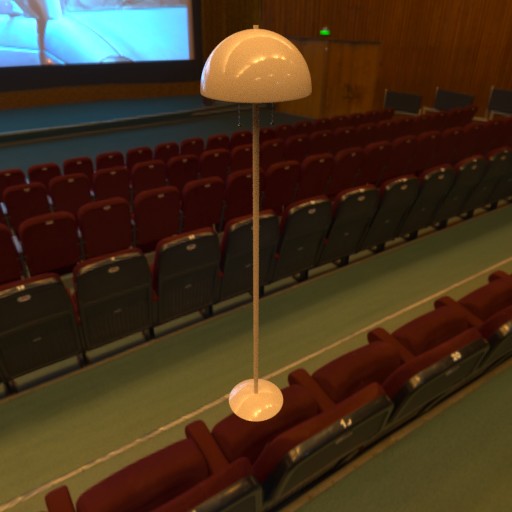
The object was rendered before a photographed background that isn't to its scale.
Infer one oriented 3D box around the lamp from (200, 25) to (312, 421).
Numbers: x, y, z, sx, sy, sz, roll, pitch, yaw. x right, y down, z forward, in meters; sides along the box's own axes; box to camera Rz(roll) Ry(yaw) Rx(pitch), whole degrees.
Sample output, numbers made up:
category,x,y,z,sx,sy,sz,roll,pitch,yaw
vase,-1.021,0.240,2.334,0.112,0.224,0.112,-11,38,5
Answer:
category,x,y,z,sx,sy,sz,roll,pitch,yaw
lamp,0.000,0.000,1.601,0.328,1.480,0.328,-19,35,-29
